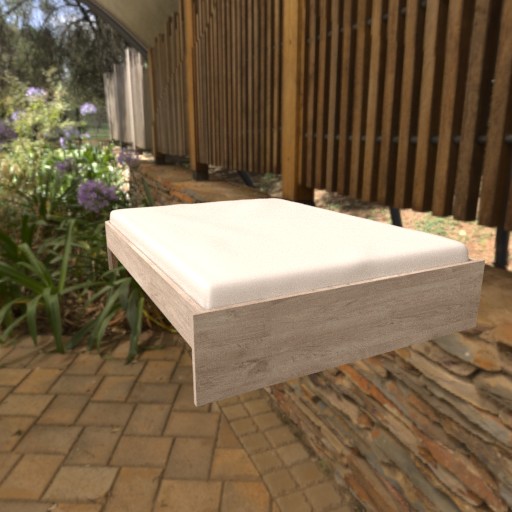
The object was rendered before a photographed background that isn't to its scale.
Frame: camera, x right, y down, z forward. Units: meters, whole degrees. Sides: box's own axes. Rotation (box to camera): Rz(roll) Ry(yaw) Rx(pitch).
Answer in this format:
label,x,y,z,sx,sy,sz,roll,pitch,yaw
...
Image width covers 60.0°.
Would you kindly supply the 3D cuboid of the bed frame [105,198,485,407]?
label,x,y,z,sx,sy,sz,roll,pitch,yaw
bed frame,0.000,0.000,2.682,1.490,0.462,1.950,-8,17,-26
